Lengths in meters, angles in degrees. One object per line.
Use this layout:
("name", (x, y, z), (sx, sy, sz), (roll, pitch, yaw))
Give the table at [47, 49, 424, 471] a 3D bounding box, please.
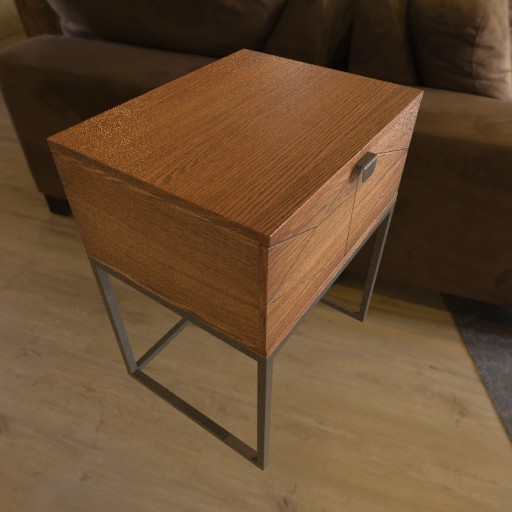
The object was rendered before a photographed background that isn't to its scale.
("table", (0.000, 0.000, 0.904), (0.400, 0.610, 0.482), (25, 48, 25))
